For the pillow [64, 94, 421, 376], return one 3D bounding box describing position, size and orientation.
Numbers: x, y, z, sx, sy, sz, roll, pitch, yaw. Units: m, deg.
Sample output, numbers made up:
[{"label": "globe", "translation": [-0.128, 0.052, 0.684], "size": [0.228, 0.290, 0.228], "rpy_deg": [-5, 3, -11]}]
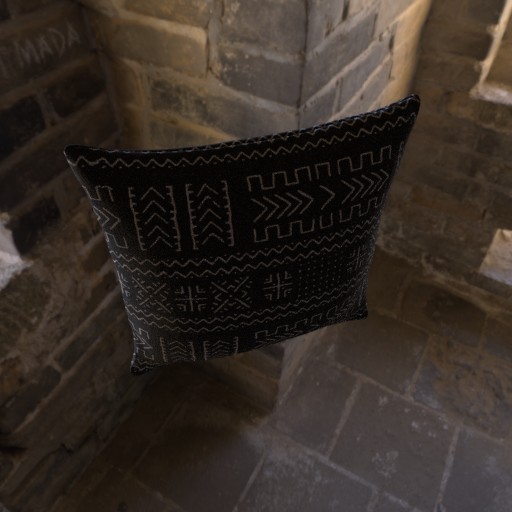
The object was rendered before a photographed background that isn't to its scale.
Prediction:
[{"label": "pillow", "translation": [0.000, 0.000, 0.652], "size": [0.438, 0.430, 0.164], "rpy_deg": [-12, 44, -13]}]
